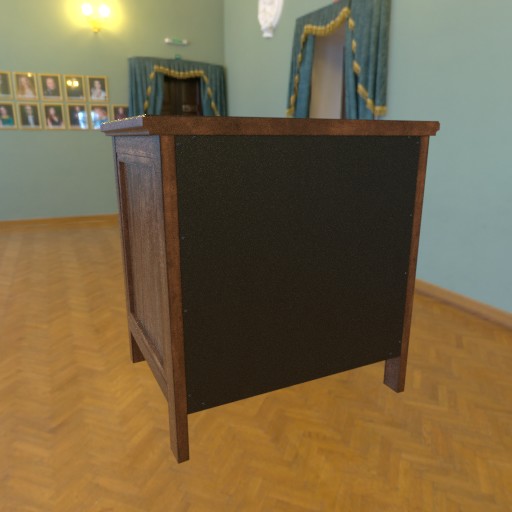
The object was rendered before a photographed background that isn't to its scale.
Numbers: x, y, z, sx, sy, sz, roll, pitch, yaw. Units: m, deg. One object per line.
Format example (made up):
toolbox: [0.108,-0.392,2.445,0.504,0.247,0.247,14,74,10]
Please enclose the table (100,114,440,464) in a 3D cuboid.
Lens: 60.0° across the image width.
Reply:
table: [0.000,0.000,1.027,0.586,0.597,0.461,-7,16,-25]
